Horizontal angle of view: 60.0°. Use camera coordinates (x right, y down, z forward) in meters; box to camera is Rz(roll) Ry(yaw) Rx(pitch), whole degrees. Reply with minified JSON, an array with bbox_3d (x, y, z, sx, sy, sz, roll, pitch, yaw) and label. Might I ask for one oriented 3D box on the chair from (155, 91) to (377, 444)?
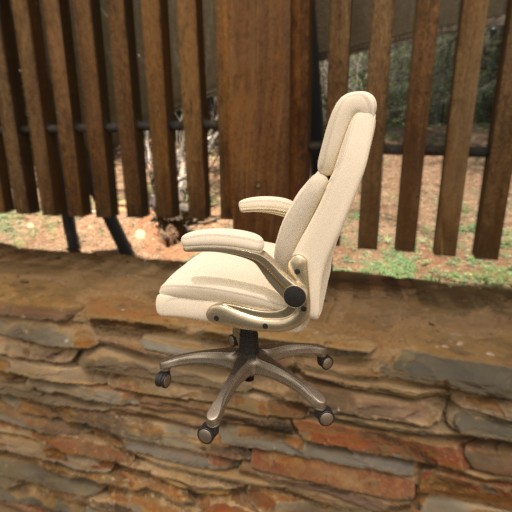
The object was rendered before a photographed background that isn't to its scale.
[{"bbox_3d":[0.000,0.000,1.635,0.794,1.110,0.740,3,16,9],"label":"chair"}]
